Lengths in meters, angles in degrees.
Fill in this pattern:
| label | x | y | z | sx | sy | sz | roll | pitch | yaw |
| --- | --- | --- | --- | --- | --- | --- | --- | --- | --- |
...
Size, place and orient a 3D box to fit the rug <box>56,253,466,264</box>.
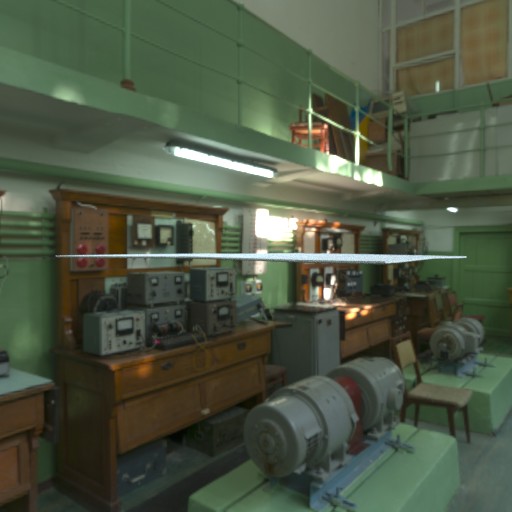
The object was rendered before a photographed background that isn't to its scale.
| label | x | y | z | sx | sy | sz | roll | pitch | yaw |
| --- | --- | --- | --- | --- | --- | --- | --- | --- | --- |
| rug | 0.000 | 0.000 | 2.319 | 1.820 | 0.022 | 1.179 | 1 | 1 | 37 |
